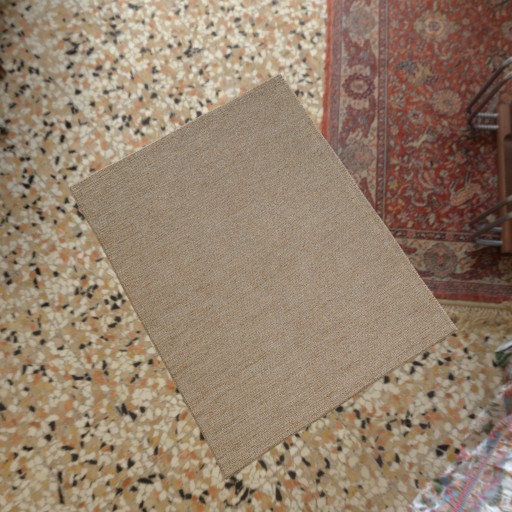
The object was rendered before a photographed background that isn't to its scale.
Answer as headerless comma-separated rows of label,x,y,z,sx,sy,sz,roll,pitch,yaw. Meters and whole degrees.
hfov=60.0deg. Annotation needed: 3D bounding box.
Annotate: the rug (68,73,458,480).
rug,0.000,0.000,4.121,2.406,0.012,3.034,-30,79,-6
